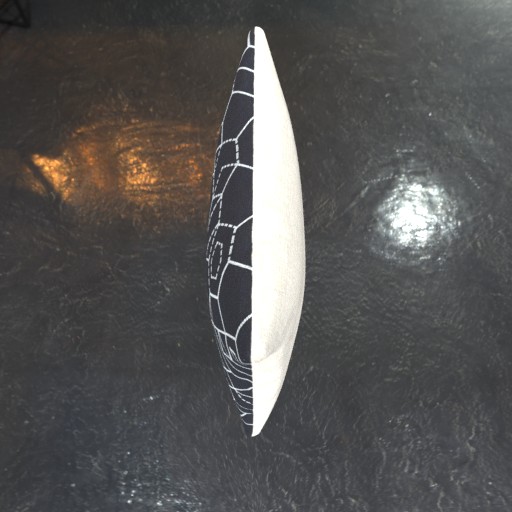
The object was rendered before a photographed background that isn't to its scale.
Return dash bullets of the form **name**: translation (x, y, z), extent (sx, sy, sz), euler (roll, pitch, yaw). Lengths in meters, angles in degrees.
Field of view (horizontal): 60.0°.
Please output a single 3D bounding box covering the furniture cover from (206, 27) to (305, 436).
- **furniture cover**: translation (0.000, 0.000, 0.762), extent (0.158, 0.508, 0.517), euler (0, 59, 0)
